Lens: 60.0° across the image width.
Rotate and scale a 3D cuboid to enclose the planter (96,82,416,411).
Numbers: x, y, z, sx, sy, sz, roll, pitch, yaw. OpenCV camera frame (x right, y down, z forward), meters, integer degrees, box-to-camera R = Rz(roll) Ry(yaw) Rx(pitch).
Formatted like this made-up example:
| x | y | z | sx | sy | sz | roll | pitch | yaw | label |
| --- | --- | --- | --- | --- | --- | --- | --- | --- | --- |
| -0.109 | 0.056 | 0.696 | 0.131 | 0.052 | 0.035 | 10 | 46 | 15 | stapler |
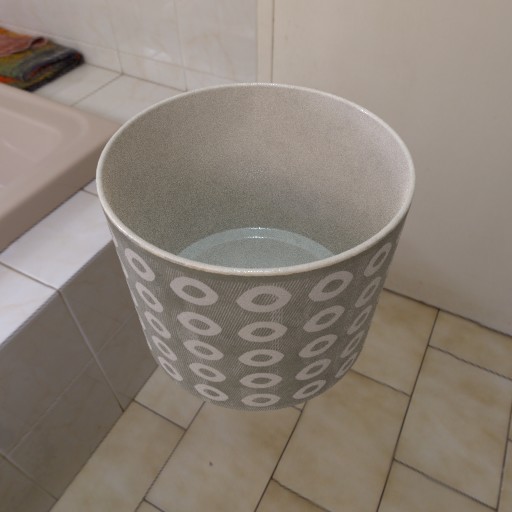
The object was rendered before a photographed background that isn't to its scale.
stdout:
| x | y | z | sx | sy | sz | roll | pitch | yaw | label |
| --- | --- | --- | --- | --- | --- | --- | --- | --- | --- |
| 0.000 | 0.000 | 0.336 | 0.190 | 0.181 | 0.190 | 0 | 47 | 0 | planter |
